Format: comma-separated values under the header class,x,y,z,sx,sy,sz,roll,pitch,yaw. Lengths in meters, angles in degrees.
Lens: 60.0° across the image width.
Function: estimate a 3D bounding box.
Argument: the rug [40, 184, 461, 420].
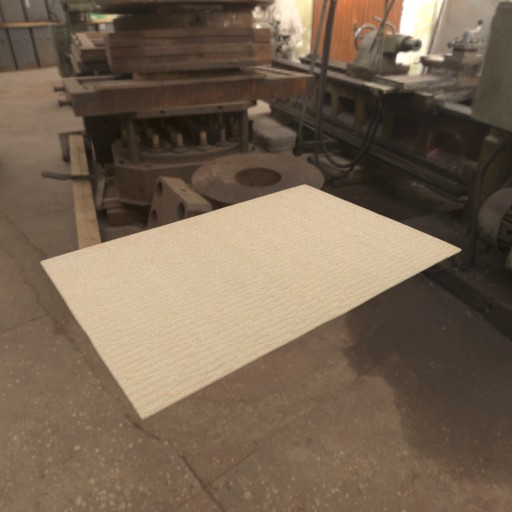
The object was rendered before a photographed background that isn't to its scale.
class,x,y,z,sx,sy,sz,roll,pitch,yaw
rug,0.000,0.000,2.317,1.848,0.014,1.238,-21,36,-32
